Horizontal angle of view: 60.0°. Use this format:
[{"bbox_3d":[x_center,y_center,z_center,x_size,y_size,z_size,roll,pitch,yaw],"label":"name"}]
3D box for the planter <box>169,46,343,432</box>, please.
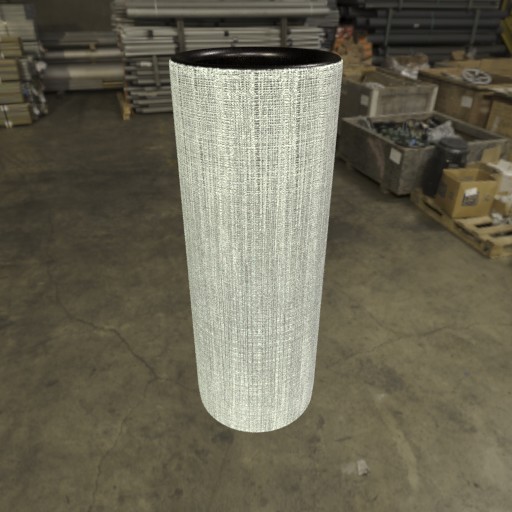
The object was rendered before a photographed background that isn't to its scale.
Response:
[{"bbox_3d":[0.000,0.000,0.325,0.100,0.270,0.100,-8,31,-13],"label":"planter"}]
